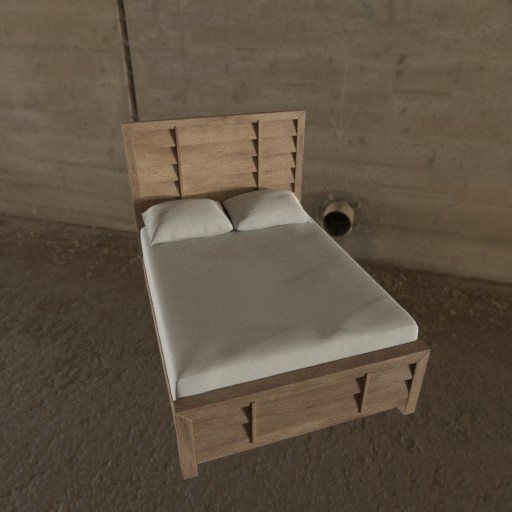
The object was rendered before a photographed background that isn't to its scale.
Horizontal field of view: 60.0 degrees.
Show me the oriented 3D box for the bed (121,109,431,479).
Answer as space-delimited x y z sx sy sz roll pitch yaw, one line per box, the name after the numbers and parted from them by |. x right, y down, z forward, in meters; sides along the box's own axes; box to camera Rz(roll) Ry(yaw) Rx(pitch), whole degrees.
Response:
0.000 0.000 3.370 1.626 1.626 2.197 -9 31 -16 | bed
